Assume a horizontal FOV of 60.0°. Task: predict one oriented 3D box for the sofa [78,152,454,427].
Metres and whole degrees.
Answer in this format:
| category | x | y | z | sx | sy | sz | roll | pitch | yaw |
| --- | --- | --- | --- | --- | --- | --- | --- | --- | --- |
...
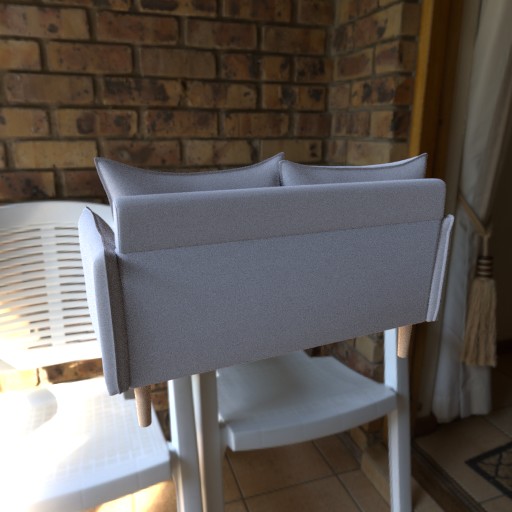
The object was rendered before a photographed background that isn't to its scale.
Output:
| category | x | y | z | sx | sy | sz | roll | pitch | yaw |
| --- | --- | --- | --- | --- | --- | --- | --- | --- | --- |
| sofa | 0.000 | 0.000 | 1.799 | 1.300 | 0.840 | 0.820 | -7 | 17 | -24 |
